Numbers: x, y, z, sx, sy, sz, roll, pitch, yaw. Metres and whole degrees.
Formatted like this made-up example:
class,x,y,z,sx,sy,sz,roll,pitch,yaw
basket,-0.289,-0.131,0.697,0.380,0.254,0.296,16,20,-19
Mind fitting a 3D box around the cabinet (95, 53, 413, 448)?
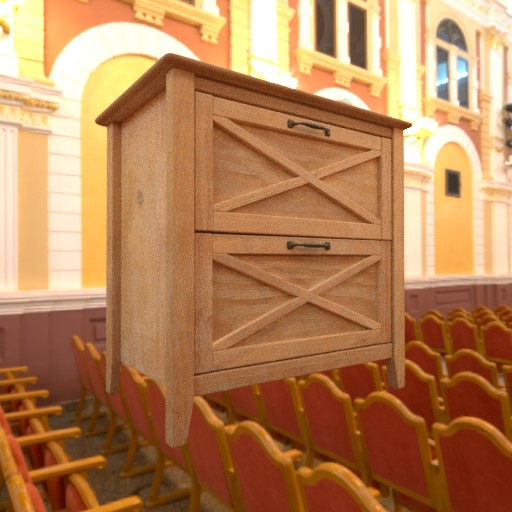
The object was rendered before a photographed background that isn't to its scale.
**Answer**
class,x,y,z,sx,sy,sz,roll,pitch,yaw
cabinet,0.000,0.000,1.254,0.763,0.762,0.503,0,-1,-35
